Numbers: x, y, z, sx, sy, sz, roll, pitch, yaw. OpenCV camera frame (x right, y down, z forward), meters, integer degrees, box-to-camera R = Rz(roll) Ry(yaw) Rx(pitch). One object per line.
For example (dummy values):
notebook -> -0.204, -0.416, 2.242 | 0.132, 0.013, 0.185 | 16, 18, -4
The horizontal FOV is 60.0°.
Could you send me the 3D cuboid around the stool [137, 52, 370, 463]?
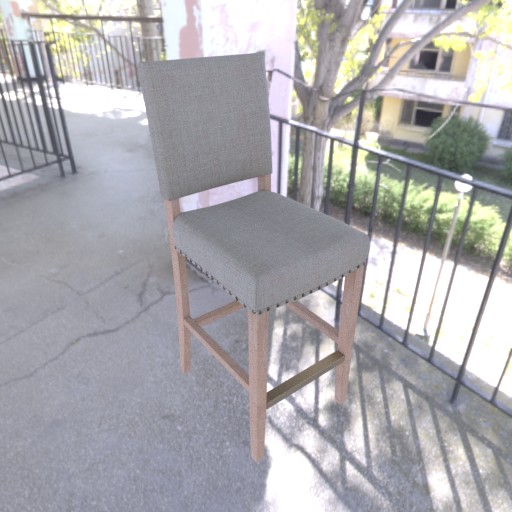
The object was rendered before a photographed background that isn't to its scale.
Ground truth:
stool -> 0.000, 0.000, 1.471 | 0.445, 1.173, 0.585 | -21, 36, -32
